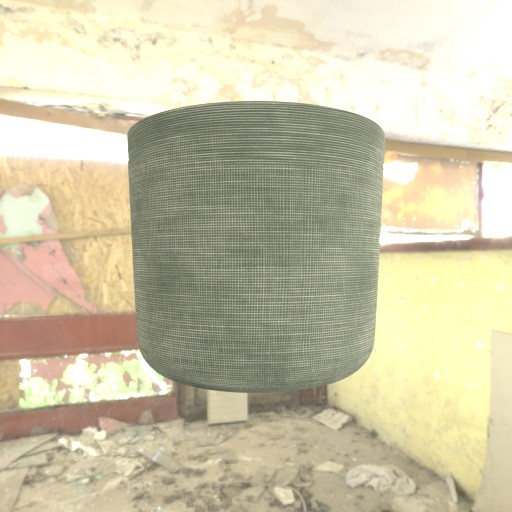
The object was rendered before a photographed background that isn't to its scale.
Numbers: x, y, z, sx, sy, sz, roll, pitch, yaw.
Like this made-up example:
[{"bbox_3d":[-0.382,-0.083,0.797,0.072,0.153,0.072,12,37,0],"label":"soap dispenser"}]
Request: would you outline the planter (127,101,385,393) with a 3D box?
[{"bbox_3d":[0.000,0.000,0.787,0.440,0.398,0.440,0,0,0],"label":"planter"}]
